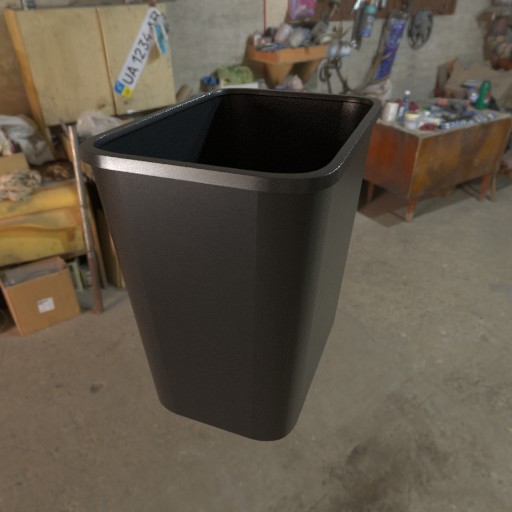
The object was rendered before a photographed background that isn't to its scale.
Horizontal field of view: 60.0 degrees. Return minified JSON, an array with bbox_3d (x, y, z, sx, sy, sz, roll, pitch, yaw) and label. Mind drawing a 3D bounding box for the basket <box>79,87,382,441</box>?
[{"bbox_3d":[0.000,0.000,0.503,0.211,0.307,0.300,11,32,18],"label":"basket"}]
